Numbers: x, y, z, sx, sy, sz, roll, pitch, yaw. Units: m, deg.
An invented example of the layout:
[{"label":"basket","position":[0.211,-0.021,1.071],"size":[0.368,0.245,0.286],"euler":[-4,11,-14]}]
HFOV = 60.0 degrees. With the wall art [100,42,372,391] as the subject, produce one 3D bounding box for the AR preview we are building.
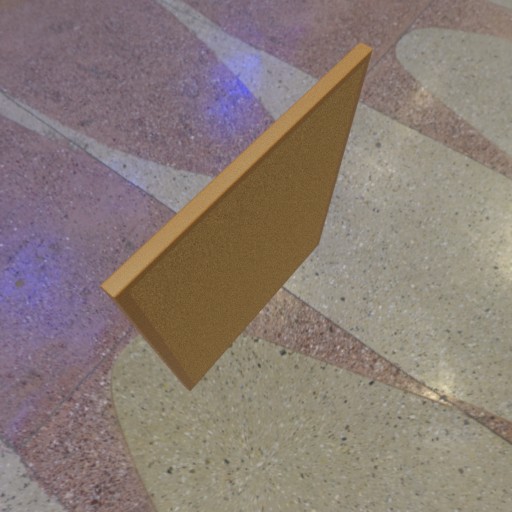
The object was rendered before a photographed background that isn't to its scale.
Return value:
[{"label":"wall art","position":[0.000,0.000,0.754],"size":[0.022,0.553,0.452],"euler":[37,70,16]}]
